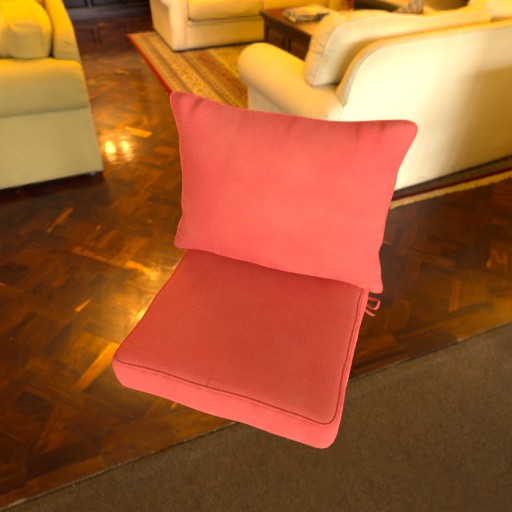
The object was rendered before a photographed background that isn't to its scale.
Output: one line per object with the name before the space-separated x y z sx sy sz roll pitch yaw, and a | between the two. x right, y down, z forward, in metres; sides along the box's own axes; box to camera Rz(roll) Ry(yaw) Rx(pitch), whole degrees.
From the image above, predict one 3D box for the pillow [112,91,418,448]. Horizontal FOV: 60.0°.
pillow | 0.000 0.000 1.346 0.798 0.725 0.733 12 42 14
